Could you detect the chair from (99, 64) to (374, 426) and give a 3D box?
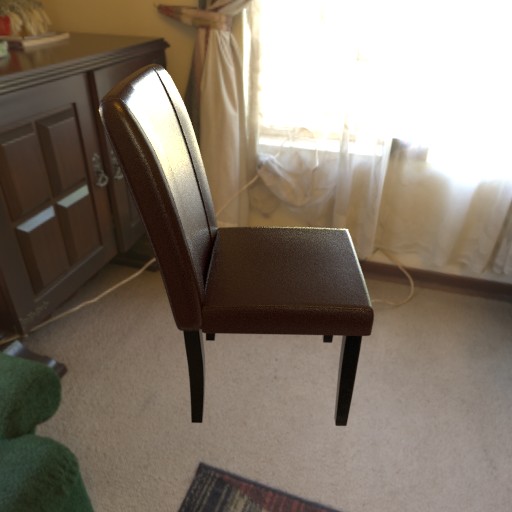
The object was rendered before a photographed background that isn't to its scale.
[{"bbox_3d":[0.000,0.000,1.168,0.556,0.897,0.399,1,32,1],"label":"chair"}]
